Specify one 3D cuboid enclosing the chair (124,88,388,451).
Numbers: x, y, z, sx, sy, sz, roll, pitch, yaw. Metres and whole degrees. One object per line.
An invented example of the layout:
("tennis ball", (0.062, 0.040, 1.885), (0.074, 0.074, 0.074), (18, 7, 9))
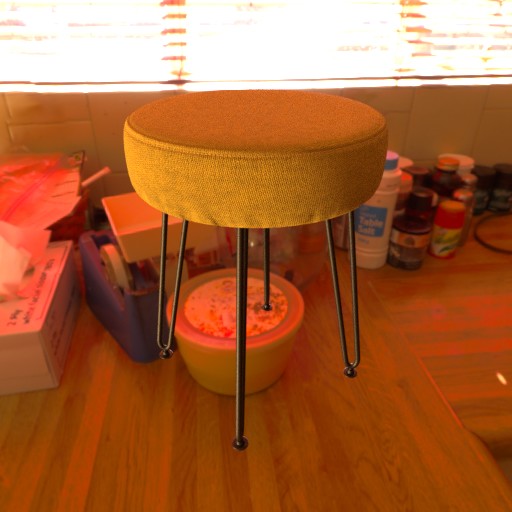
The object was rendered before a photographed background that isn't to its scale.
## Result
("chair", (0.000, 0.000, 0.692), (0.345, 0.455, 0.345), (-21, 36, -31))
